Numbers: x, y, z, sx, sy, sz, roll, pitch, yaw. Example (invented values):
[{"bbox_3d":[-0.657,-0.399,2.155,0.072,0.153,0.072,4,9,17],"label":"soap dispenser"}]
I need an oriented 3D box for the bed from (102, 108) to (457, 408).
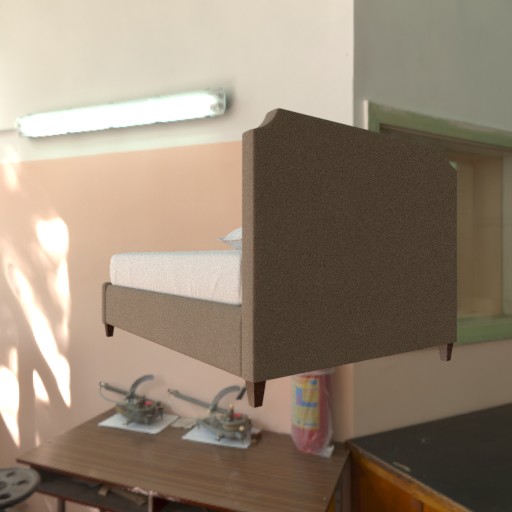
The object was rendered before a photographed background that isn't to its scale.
[{"bbox_3d":[0.000,0.000,3.455,1.703,1.415,2.329,0,0,-35],"label":"bed"}]
